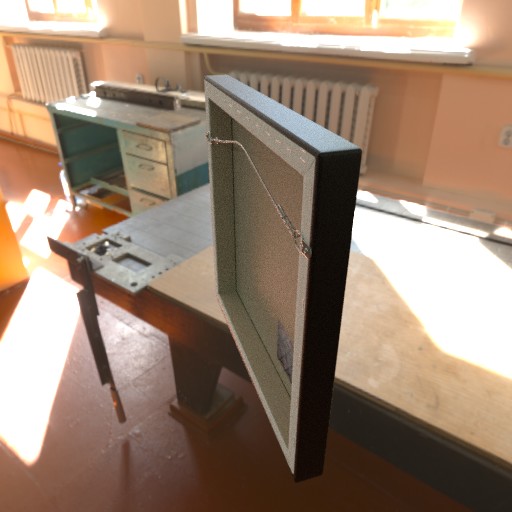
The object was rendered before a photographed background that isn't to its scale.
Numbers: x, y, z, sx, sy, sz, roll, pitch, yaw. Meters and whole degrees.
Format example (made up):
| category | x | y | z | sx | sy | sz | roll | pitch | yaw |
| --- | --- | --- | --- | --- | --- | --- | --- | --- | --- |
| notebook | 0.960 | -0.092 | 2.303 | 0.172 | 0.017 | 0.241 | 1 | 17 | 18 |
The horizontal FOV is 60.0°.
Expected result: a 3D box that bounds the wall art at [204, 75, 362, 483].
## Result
| category | x | y | z | sx | sy | sz | roll | pitch | yaw |
| --- | --- | --- | --- | --- | --- | --- | --- | --- | --- |
| wall art | 0.000 | 0.000 | 0.602 | 0.041 | 0.407 | 0.406 | -9 | 31 | -16 |
